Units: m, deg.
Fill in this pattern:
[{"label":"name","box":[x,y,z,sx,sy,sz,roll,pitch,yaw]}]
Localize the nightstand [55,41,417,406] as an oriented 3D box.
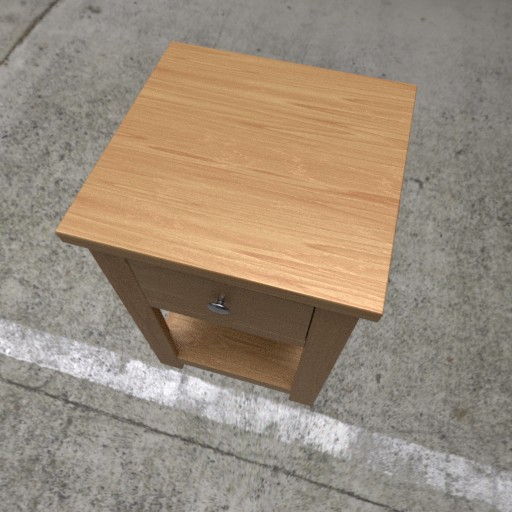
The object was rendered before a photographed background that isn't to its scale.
[{"label":"nightstand","box":[0.000,0.000,0.912,0.428,0.614,0.418,14,61,8]}]
